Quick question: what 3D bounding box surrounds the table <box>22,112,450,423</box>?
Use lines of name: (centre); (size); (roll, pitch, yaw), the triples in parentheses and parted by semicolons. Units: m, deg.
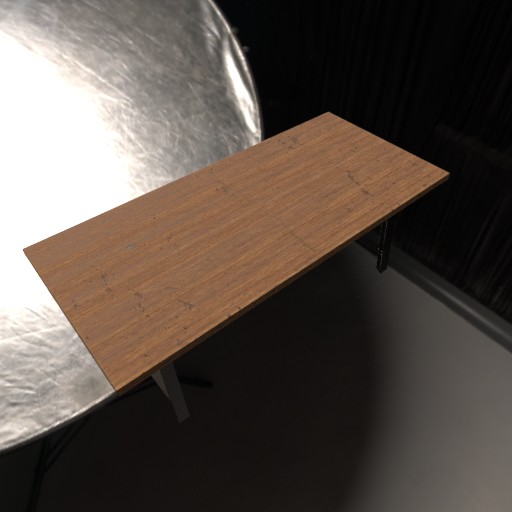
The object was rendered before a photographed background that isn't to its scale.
table: (0.000, 0.000, 2.695); (2.200, 0.757, 1.000); (-31, 53, -27)
